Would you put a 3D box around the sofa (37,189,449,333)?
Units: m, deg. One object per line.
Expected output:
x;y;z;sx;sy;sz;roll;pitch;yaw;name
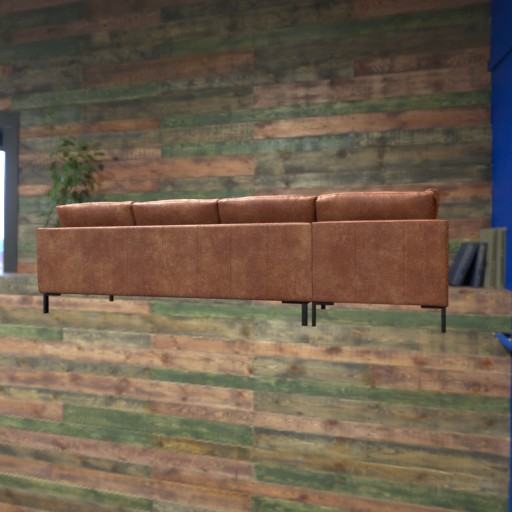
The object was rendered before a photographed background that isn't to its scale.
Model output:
0.000;0.000;3.913;2.984;0.877;1.938;0;1;17;sofa
